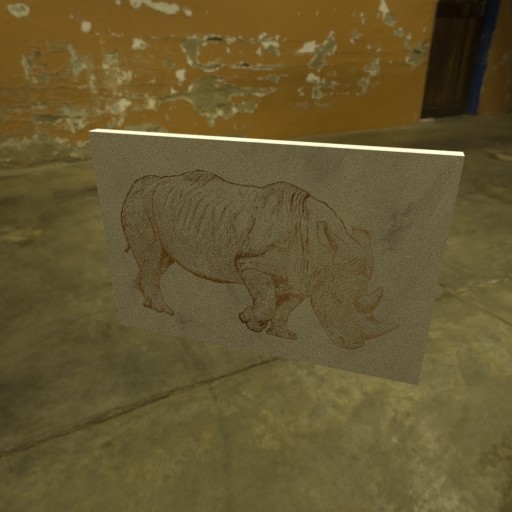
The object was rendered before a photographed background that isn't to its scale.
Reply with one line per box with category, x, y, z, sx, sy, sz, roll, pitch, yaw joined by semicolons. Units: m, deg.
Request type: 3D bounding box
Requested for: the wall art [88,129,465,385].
wall art;0.000;0.000;1.188;0.915;0.610;0.038;8;27;16
